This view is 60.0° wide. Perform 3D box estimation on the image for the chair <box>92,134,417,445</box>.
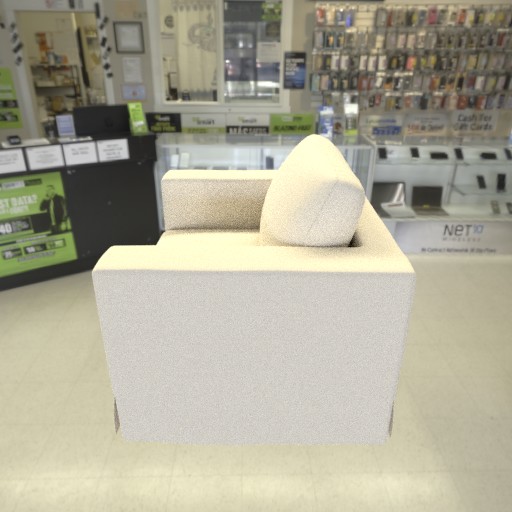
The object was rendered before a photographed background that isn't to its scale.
[{"bbox_3d":[0.000,0.000,1.833,0.957,0.878,1.150,0,26,1],"label":"chair"}]
